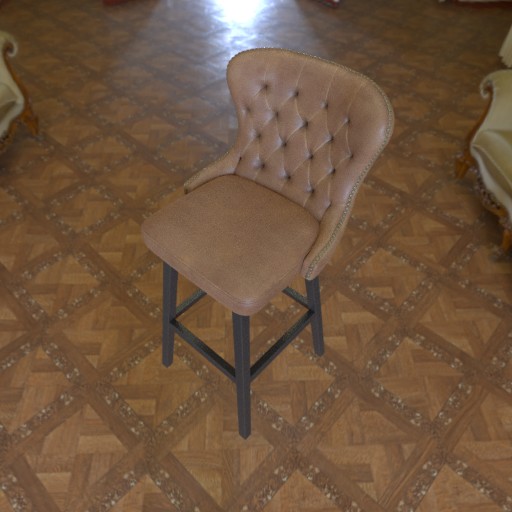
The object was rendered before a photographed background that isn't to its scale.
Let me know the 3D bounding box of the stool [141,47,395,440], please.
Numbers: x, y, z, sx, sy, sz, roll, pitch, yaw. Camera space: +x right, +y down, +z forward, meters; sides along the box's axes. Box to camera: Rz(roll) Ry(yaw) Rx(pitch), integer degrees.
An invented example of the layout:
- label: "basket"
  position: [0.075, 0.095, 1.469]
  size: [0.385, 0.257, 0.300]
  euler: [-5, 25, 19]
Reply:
- label: "stool"
  position: [0.000, 0.000, 1.395]
  size: [0.528, 1.050, 0.601]
  euler: [33, 55, 28]
